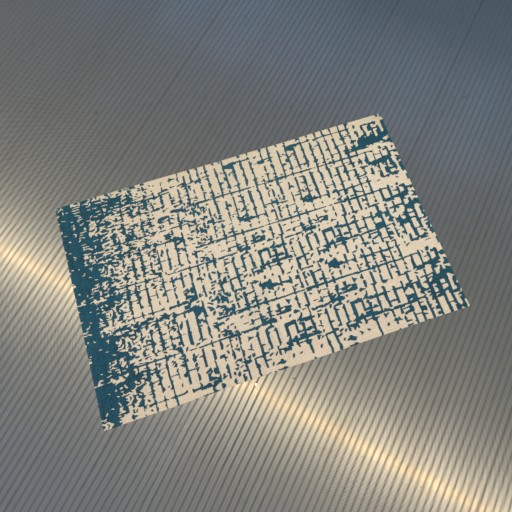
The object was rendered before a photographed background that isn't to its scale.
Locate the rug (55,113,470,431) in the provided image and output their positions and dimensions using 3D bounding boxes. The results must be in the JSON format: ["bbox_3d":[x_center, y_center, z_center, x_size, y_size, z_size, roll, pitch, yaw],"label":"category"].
[{"bbox_3d":[0.000,0.000,2.981,2.435,0.011,1.517,-18,75,-5],"label":"rug"}]
